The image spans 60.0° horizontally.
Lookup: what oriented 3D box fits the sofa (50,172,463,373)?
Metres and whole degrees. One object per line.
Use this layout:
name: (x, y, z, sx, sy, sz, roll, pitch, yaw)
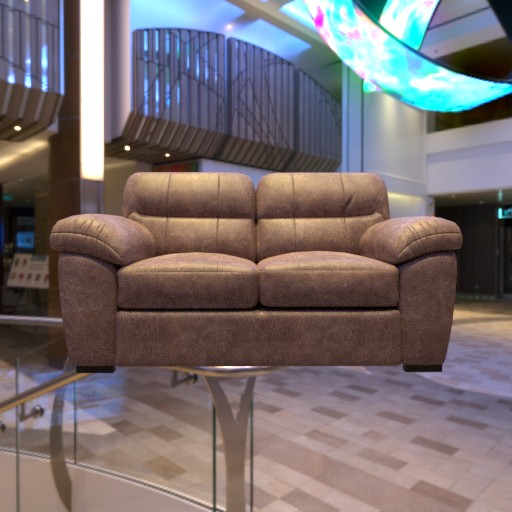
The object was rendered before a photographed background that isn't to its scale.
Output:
sofa: (0.000, 0.000, 2.333, 1.753, 0.991, 0.991, 0, 1, -1)
